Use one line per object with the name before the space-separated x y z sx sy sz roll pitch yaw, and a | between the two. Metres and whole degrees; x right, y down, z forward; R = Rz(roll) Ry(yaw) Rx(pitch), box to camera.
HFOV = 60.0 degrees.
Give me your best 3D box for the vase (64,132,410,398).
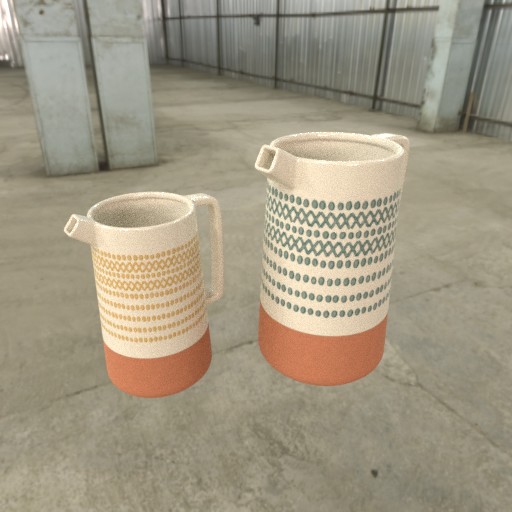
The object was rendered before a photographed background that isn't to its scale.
vase | 0.000 0.000 0.461 0.326 0.247 0.168 1 27 1
